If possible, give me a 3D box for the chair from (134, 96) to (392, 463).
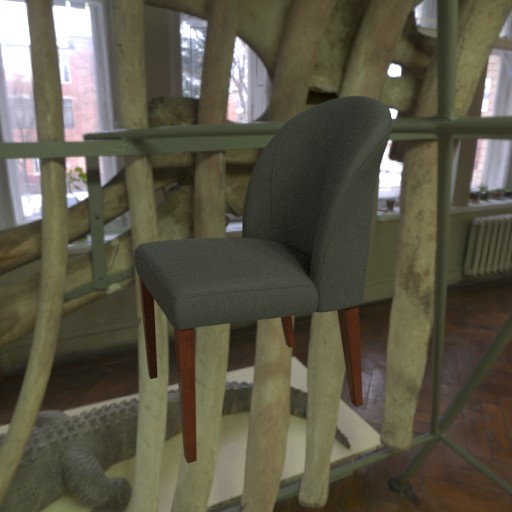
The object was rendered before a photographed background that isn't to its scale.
[{"bbox_3d":[0.000,0.000,1.271,0.619,0.879,0.506,-8,18,-24],"label":"chair"}]
